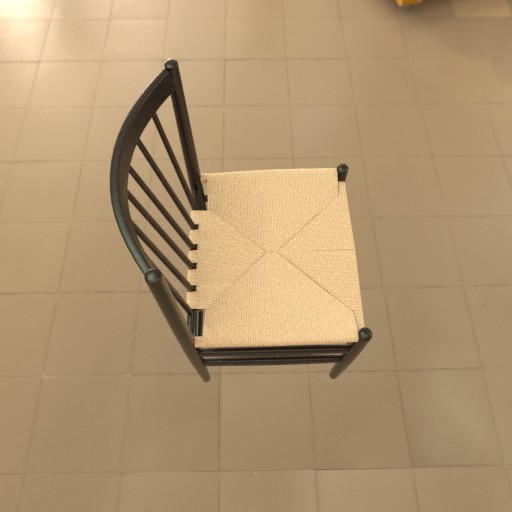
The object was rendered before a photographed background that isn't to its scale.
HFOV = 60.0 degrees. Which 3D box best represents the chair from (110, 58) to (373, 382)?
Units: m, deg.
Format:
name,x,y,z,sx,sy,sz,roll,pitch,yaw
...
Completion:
name,x,y,z,sx,sy,sz,roll,pitch,yaw
chair,0.000,0.000,1.142,0.516,0.818,0.495,-1,64,-1
